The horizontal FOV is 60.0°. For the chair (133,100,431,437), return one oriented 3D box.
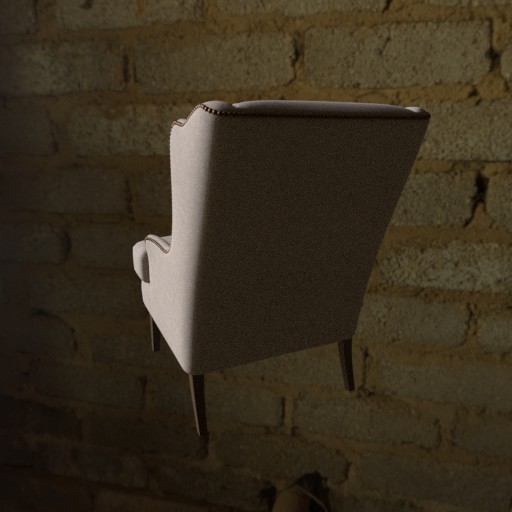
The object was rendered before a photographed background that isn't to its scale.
[{"bbox_3d":[0.000,0.000,1.628,0.737,1.029,0.940,-7,17,-25],"label":"chair"}]
